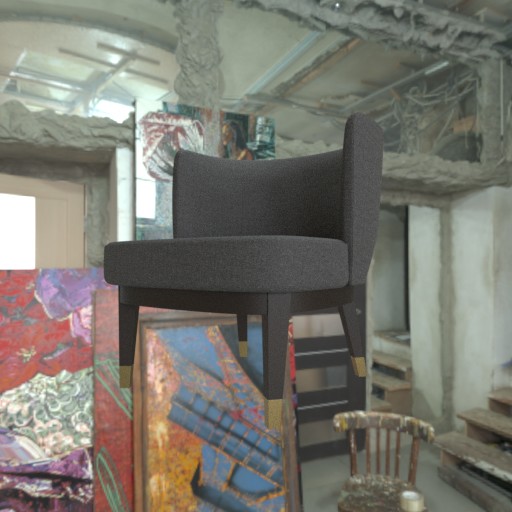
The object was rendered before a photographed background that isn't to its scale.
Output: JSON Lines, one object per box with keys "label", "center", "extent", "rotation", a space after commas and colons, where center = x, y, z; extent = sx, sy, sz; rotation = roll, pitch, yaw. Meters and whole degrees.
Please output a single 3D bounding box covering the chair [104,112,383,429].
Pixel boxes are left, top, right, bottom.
{"label": "chair", "center": [0.000, 0.000, 1.244], "extent": [0.639, 0.695, 0.698], "rotation": [-1, -1, 37]}
